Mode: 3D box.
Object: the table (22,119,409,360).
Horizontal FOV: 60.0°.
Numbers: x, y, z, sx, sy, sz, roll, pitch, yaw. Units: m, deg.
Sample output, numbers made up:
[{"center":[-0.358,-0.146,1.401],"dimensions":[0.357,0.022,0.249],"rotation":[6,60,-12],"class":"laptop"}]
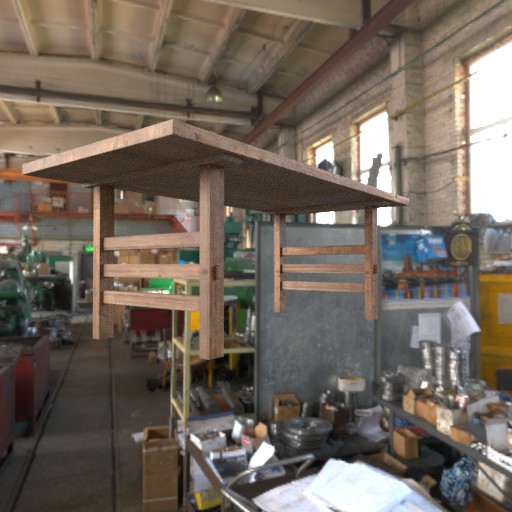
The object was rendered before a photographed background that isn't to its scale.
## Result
[{"center":[0.000,0.000,2.367],"dimensions":[0.952,0.760,2.003],"rotation":[-1,-1,38],"class":"table"}]
